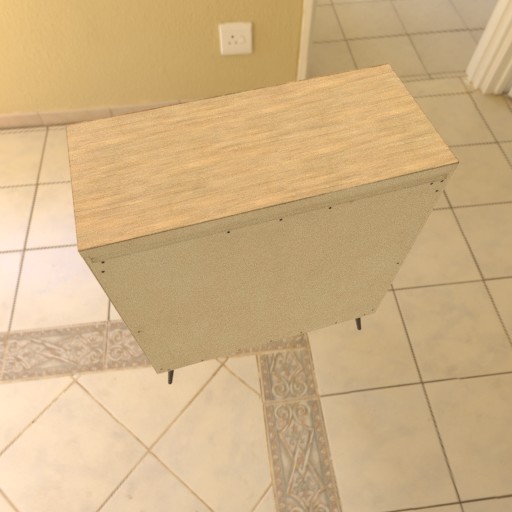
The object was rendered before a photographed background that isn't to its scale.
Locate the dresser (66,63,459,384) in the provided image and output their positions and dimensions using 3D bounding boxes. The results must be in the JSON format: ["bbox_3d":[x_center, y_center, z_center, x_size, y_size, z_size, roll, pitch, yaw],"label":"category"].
[{"bbox_3d":[0.000,0.000,1.758,1.016,1.219,0.457,-14,60,-8],"label":"dresser"}]
